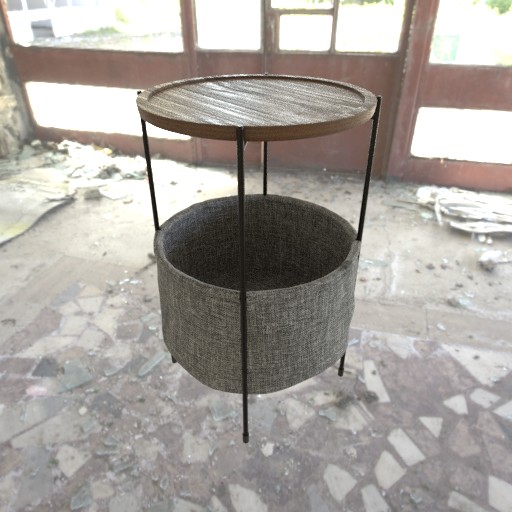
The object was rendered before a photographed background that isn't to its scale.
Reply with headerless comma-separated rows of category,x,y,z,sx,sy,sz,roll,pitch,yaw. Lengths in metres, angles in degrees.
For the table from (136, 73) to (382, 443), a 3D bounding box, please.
table,0.000,0.000,0.888,0.400,0.623,0.400,-23,38,-33
